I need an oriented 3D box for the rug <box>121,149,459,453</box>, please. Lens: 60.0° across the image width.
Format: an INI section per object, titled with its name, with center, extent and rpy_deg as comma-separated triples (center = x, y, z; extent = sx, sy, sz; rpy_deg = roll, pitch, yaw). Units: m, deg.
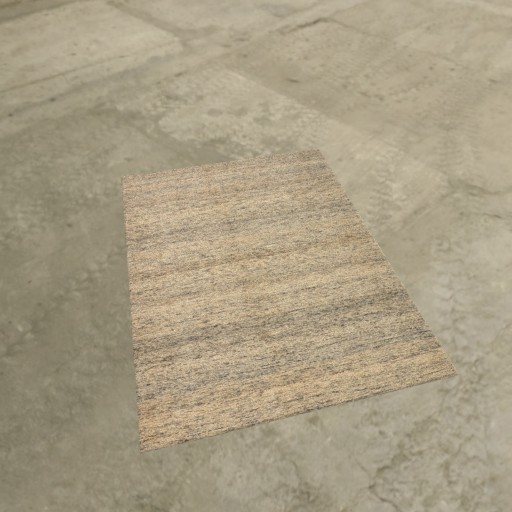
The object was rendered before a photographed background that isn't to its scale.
[rug]
center = 0.000, 0.000, 4.270
extent = 2.414, 0.036, 3.199
rpy_deg = -10, 47, -10
